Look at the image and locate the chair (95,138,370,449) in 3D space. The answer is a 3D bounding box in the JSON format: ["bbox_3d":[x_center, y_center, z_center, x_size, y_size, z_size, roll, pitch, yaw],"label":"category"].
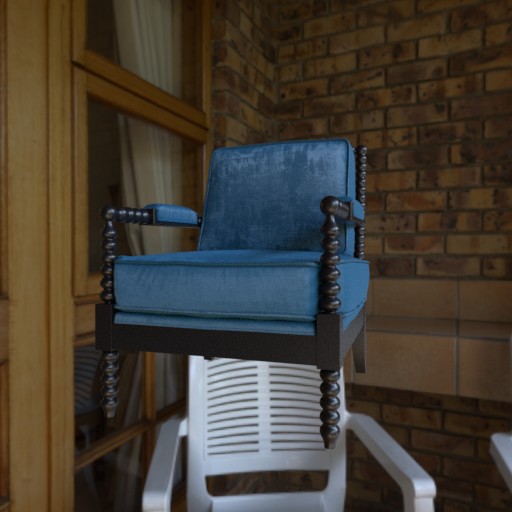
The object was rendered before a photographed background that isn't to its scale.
[{"bbox_3d":[0.000,0.000,1.431,0.688,0.857,0.805,0,1,19],"label":"chair"}]
